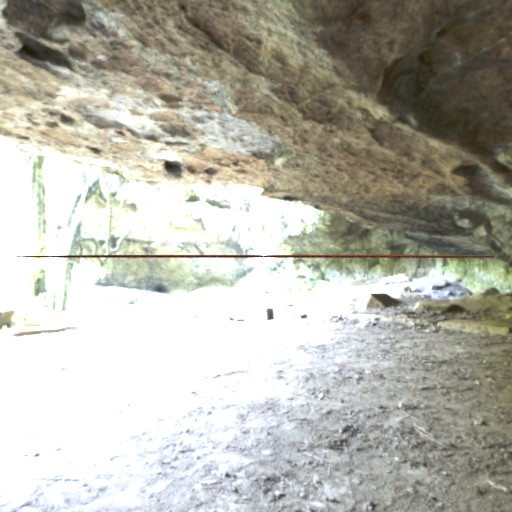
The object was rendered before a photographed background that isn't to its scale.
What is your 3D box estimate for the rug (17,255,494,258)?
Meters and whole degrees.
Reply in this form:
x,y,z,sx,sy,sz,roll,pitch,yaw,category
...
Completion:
x,y,z,sx,sy,sz,roll,pitch,yaw,category
0.000,0.000,3.016,2.442,0.010,1.531,0,0,1,rug
